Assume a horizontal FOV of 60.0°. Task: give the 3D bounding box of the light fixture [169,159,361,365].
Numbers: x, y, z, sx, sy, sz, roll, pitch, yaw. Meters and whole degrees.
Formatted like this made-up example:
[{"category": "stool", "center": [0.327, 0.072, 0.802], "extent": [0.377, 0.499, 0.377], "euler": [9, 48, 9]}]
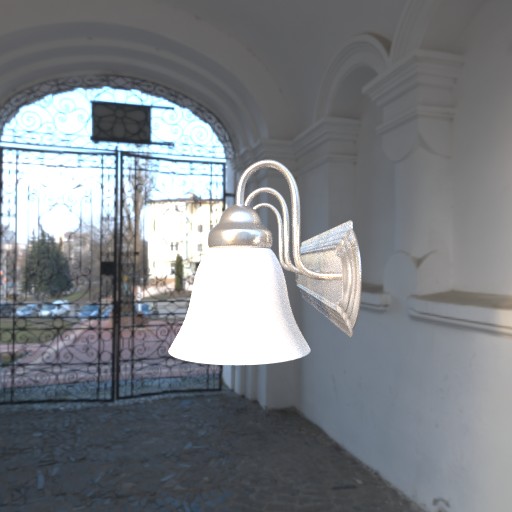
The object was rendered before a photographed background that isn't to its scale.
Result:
[{"category": "light fixture", "center": [0.000, 0.000, 0.713], "extent": [0.199, 0.222, 0.610], "euler": [0, -1, 0]}]
